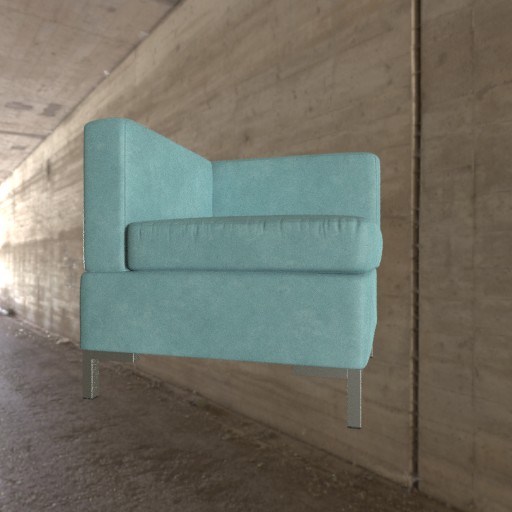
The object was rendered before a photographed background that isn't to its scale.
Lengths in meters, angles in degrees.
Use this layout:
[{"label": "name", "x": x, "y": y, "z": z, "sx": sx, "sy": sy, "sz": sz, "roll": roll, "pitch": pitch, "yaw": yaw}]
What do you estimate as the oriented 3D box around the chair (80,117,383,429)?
[{"label": "chair", "x": 0.000, "y": 0.000, "z": 1.237, "sx": 0.680, "sy": 0.660, "sz": 0.680, "roll": 0, "pitch": 0, "yaw": 17}]
